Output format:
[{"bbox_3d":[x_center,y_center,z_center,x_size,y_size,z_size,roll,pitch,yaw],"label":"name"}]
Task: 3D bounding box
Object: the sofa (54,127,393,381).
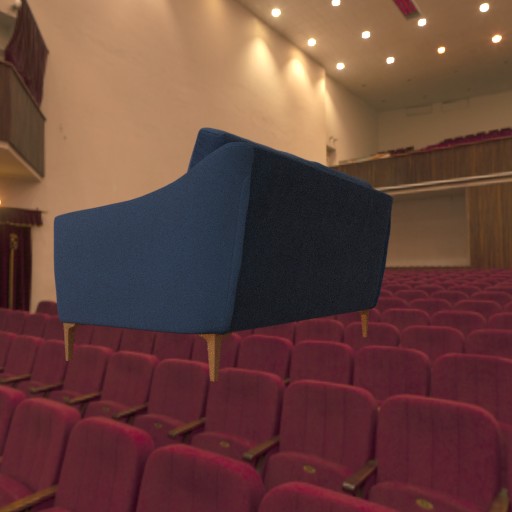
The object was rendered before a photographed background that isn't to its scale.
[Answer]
[{"bbox_3d":[0.000,0.000,2.220,0.960,0.902,1.619,-2,-2,37],"label":"sofa"}]
